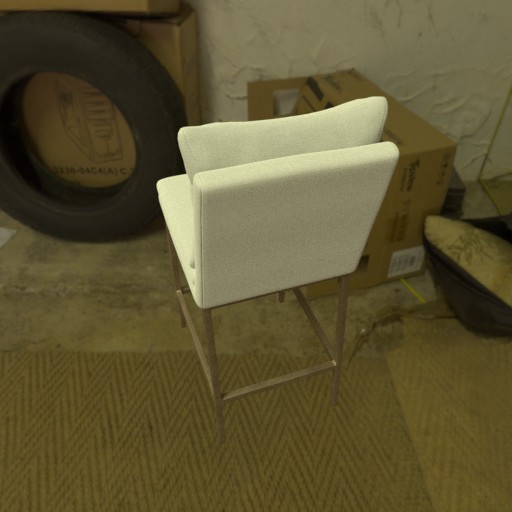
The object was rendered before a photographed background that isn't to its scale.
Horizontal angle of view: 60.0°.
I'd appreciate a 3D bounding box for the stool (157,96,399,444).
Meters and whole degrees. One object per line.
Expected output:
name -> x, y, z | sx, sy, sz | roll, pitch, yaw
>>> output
stool -> 0.000, 0.000, 1.328 | 0.463, 1.032, 0.572 | -13, 42, -15
